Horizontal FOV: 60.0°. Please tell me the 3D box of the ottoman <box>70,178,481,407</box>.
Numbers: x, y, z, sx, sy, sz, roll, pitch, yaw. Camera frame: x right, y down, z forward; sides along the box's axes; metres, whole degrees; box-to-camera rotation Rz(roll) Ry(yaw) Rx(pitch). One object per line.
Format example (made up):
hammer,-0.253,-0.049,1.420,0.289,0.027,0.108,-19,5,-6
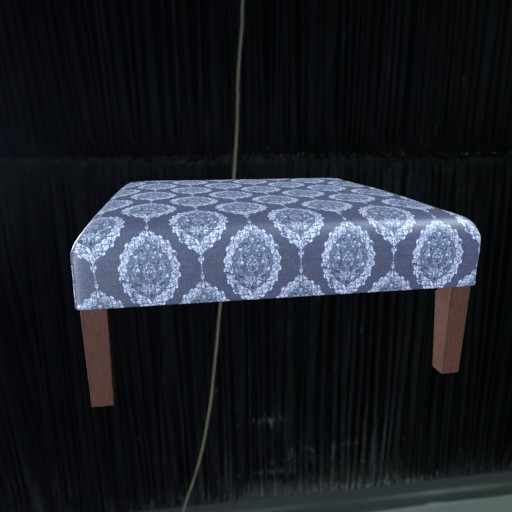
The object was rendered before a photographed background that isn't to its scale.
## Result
ottoman,0.000,0.000,1.383,0.889,0.409,0.890,-3,16,-9
